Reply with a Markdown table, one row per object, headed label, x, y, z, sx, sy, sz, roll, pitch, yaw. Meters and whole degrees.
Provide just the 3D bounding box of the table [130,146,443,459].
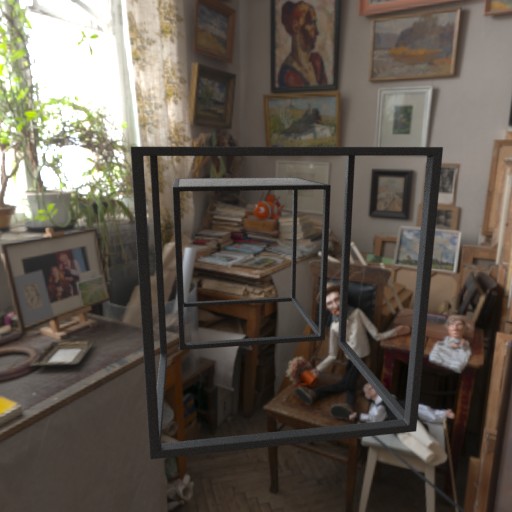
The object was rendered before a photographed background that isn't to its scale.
| label | x | y | z | sx | sy | sz | roll | pitch | yaw |
| --- | --- | --- | --- | --- | --- | --- | --- | --- | --- |
| table | 0.000 | 0.000 | 1.143 | 0.508 | 0.540 | 0.788 | -2 | 13 | -9 |
